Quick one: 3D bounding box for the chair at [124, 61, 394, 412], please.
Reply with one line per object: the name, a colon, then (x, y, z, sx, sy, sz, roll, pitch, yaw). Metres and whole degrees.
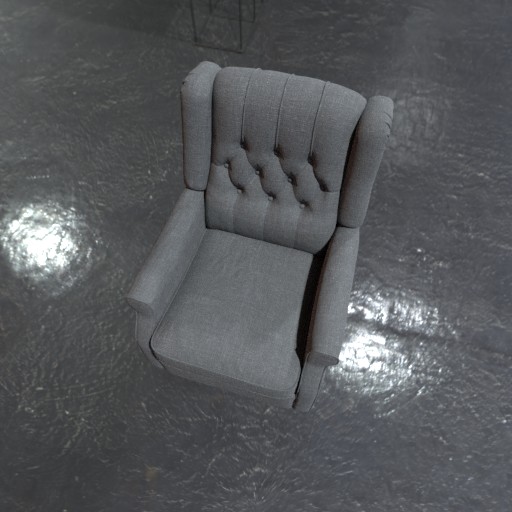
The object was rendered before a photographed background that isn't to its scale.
chair: (0.000, 0.000, 1.645, 0.742, 1.035, 0.898, 15, 61, 8)
